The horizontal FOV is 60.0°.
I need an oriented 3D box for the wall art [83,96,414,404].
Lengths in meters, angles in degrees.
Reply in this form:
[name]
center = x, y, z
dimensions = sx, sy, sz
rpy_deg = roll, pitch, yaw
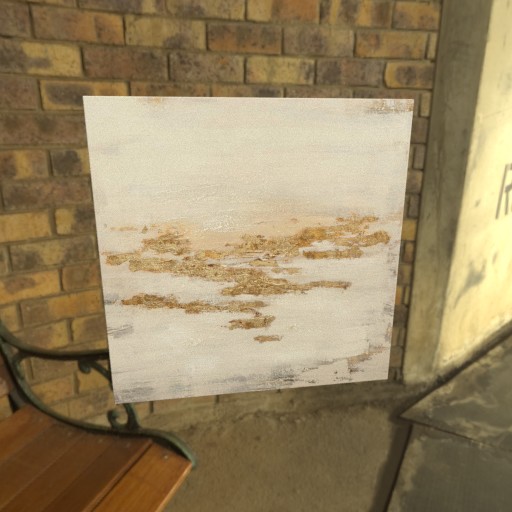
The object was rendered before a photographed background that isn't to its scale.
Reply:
[wall art]
center = 0.000, 0.000, 0.912
dimensions = 0.611, 0.613, 0.040
rpy_deg = -3, 17, -9
